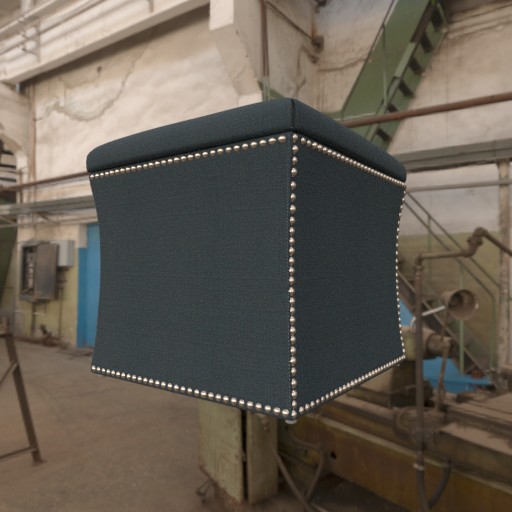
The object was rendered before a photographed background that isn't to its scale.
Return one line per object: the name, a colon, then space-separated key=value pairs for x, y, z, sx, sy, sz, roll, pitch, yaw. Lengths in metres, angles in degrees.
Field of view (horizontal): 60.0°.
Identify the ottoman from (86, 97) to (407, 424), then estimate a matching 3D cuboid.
ottoman: x=0.000 y=0.000 z=0.921 sx=0.497 sy=0.475 sz=0.507 roll=-1 pitch=-1 yaw=36
